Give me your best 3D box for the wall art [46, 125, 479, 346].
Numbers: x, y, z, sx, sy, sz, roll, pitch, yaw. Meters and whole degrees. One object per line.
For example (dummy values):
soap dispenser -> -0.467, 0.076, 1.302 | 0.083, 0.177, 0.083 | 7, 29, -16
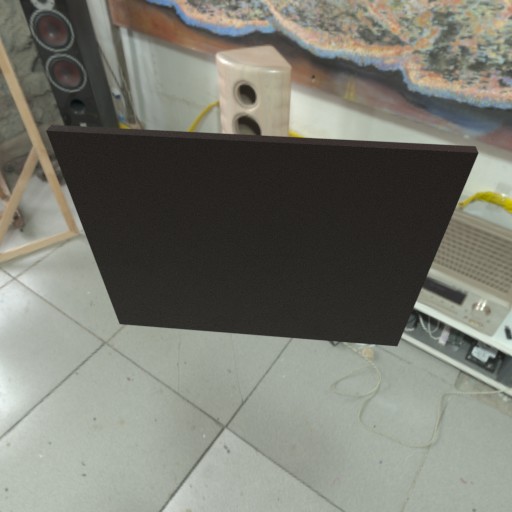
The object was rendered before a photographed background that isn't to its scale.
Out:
wall art -> 0.000, 0.000, 1.586 | 1.207, 0.952, 0.034 | 4, 46, 4
